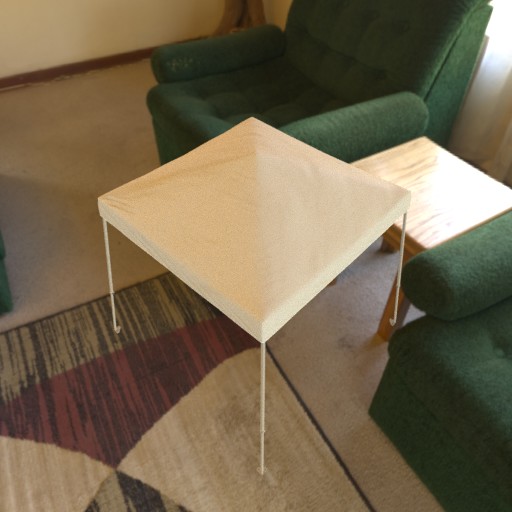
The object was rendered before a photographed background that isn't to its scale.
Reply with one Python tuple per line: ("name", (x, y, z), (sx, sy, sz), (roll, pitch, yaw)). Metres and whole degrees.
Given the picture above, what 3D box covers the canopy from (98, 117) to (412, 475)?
("canopy", (0.000, 0.000, 6.707), (3.600, 3.600, 3.599), (34, 54, 29))
